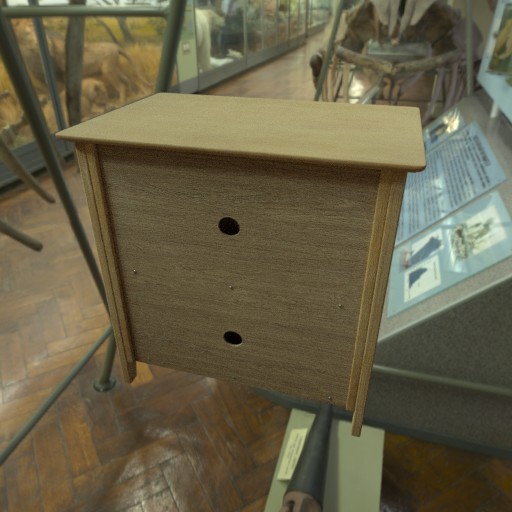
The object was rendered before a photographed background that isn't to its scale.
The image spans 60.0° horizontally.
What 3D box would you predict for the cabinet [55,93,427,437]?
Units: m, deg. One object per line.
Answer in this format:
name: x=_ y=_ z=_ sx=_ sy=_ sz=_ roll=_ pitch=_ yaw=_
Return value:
cabinet: x=0.000 y=0.000 z=1.258 sx=0.763 sy=0.762 sz=0.503 roll=8 pitch=31 yaw=14
